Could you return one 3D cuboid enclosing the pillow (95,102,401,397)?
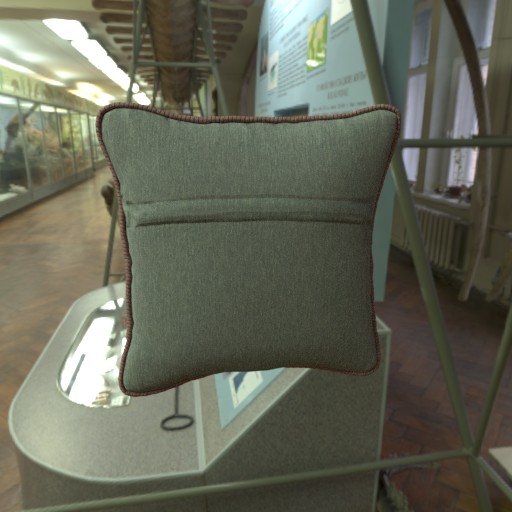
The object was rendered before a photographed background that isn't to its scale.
[{"bbox_3d":[0.000,0.000,0.748,0.482,0.491,0.124,-2,15,-9],"label":"pillow"}]
